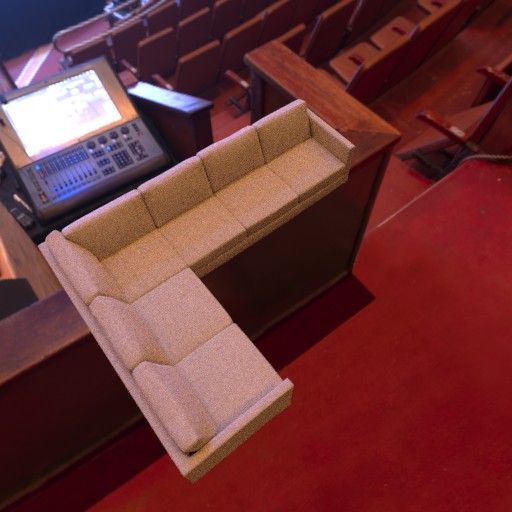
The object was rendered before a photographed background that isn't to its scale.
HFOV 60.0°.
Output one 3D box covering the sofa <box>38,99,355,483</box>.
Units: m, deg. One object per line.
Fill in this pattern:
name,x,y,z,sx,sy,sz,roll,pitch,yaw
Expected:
sofa,0.000,0.000,4.252,3.182,0.863,2.432,-34,64,-19
